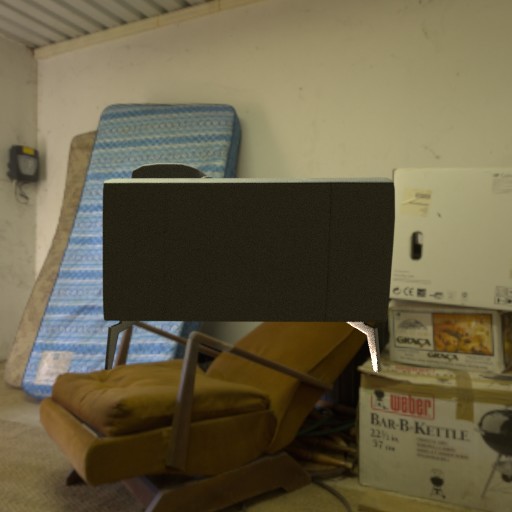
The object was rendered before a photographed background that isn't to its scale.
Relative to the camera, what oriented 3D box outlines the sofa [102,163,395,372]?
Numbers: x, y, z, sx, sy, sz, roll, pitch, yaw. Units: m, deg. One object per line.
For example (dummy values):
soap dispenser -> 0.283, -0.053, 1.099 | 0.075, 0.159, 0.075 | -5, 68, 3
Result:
sofa -> 0.000, 0.000, 2.397 | 1.003, 0.779, 1.895 | 0, 0, 2
